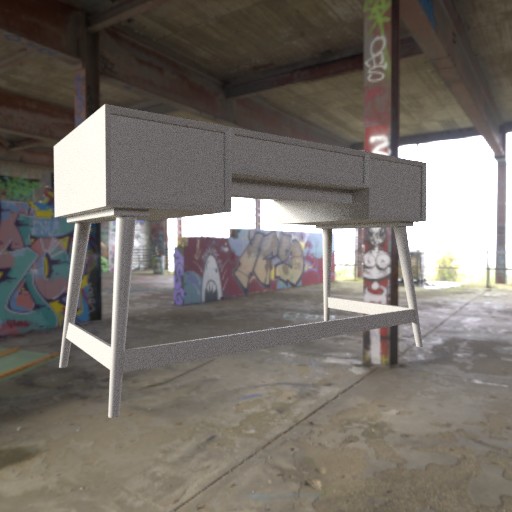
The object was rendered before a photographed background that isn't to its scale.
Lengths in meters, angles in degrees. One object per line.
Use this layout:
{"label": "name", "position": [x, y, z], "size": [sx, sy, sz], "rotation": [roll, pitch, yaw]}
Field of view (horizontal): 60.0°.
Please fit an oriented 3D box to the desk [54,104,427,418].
{"label": "desk", "position": [0.000, 0.000, 1.692], "size": [1.313, 0.762, 0.589], "rotation": [-1, 2, -36]}
